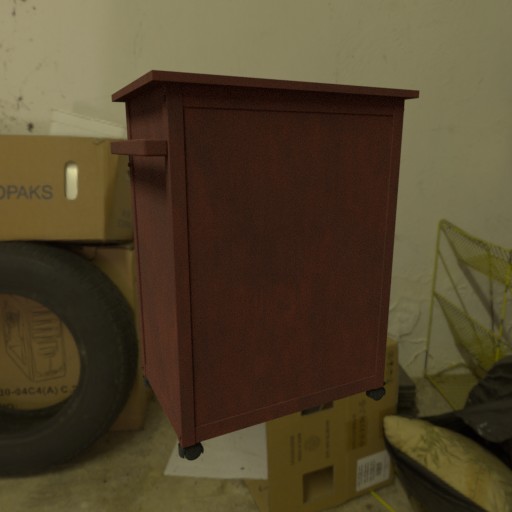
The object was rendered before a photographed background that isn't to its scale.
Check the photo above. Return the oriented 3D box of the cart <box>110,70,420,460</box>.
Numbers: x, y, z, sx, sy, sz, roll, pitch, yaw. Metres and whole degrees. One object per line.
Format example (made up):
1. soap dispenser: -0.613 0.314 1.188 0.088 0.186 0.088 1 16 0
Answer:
1. cart: 0.000 0.000 1.240 0.683 0.864 0.442 -7 15 -26
